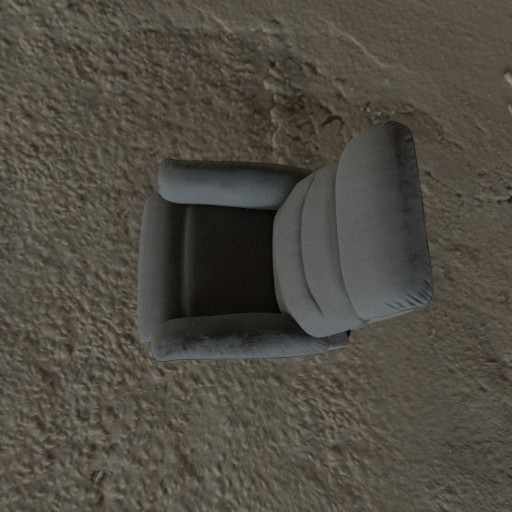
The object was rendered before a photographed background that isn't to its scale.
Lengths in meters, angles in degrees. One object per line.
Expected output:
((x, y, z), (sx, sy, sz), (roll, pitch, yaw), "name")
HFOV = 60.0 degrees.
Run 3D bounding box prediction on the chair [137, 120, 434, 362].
((0.000, 0.000, 1.777), (1.004, 1.037, 0.820), (-1, 74, 0), "chair")
